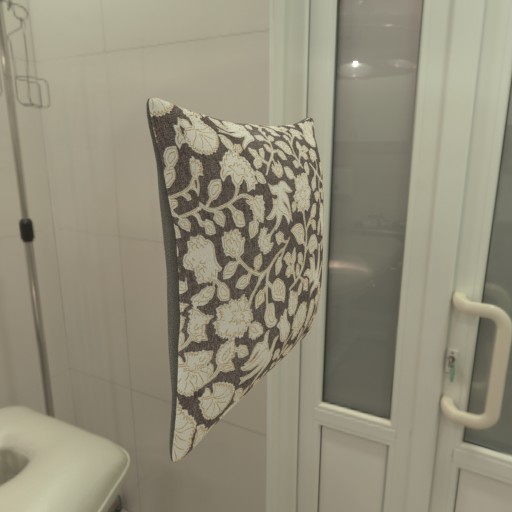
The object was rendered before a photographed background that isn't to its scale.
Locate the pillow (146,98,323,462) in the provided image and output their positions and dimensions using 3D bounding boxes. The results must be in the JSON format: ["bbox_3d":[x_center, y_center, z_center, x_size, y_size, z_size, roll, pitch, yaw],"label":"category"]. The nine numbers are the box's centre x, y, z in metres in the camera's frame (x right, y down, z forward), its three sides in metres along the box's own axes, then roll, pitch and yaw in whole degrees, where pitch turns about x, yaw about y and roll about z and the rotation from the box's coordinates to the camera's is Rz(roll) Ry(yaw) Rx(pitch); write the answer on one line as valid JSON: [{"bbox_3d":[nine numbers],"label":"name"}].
[{"bbox_3d":[0.000,0.000,0.808,0.166,0.507,0.526,8,16,28],"label":"pillow"}]
